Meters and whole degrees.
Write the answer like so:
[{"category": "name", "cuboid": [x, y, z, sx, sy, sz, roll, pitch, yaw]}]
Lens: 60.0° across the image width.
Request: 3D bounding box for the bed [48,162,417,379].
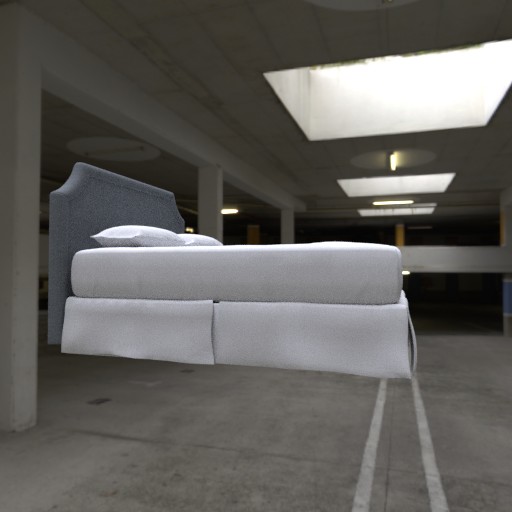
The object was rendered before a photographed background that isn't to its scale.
[{"category": "bed", "cuboid": [0.000, 0.000, 3.375, 2.259, 1.296, 1.811, 0, -2, 17]}]
